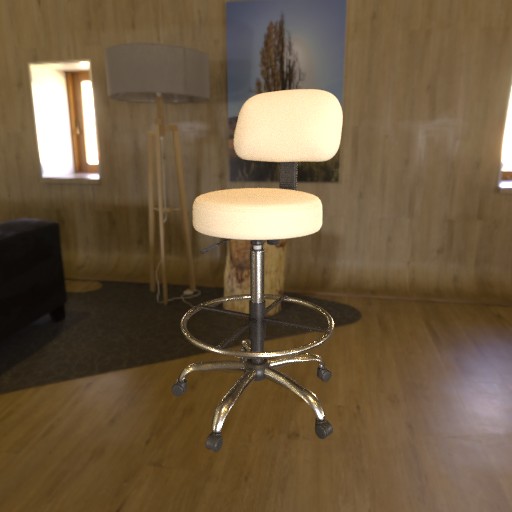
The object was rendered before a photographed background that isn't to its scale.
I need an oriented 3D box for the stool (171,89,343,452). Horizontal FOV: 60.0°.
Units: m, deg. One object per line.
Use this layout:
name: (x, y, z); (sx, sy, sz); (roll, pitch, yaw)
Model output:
stool: (0.000, 0.000, 1.453); (0.609, 1.080, 0.616); (7, 16, 26)
